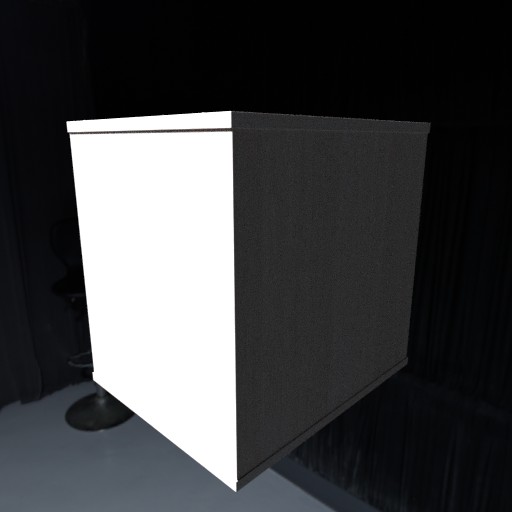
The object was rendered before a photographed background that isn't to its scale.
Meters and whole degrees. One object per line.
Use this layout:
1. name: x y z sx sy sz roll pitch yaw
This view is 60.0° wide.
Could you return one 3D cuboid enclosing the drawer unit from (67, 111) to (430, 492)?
1. drawer unit: 0.000 0.000 0.594 0.290 0.344 0.349 14 20 43
